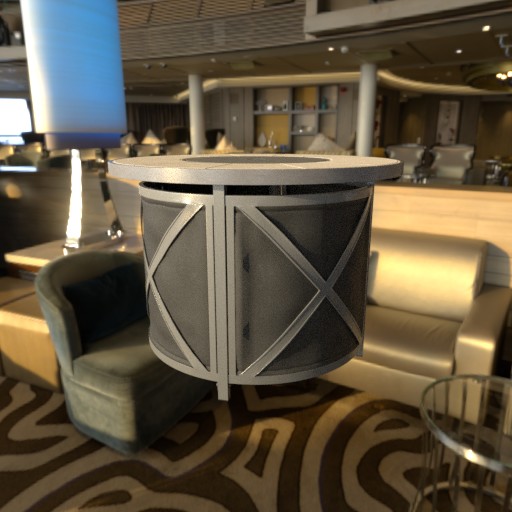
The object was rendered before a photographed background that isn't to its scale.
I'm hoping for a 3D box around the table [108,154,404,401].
[{"bbox_3d":[0.000,0.000,1.522,0.914,0.650,0.914,0,15,0],"label":"table"}]
